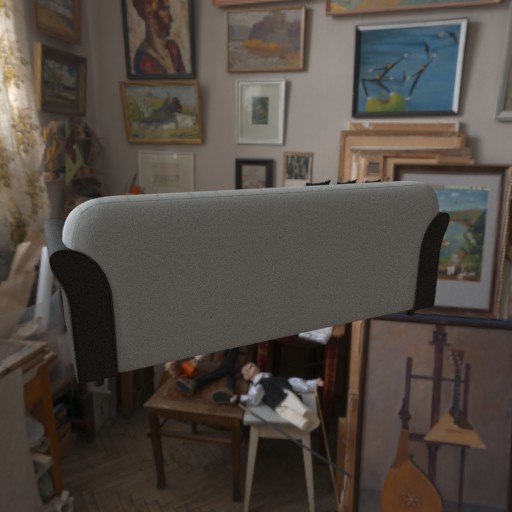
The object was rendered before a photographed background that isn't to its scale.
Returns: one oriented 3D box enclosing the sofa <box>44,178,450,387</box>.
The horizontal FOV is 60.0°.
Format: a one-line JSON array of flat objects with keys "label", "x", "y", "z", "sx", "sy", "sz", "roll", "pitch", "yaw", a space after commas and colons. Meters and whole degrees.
[{"label": "sofa", "x": 0.000, "y": 0.000, "z": 2.368, "sx": 2.001, "sy": 0.787, "sz": 0.755, "roll": -7, "pitch": 16, "yaw": -25}]
